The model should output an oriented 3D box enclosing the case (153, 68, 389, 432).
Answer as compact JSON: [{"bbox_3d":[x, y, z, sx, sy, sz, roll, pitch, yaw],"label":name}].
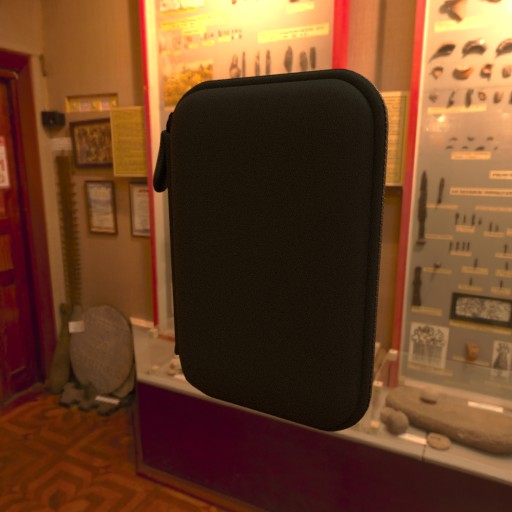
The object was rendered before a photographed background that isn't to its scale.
[{"bbox_3d":[0.000,0.000,0.194,0.107,0.147,0.030,7,14,27],"label":"case"}]
